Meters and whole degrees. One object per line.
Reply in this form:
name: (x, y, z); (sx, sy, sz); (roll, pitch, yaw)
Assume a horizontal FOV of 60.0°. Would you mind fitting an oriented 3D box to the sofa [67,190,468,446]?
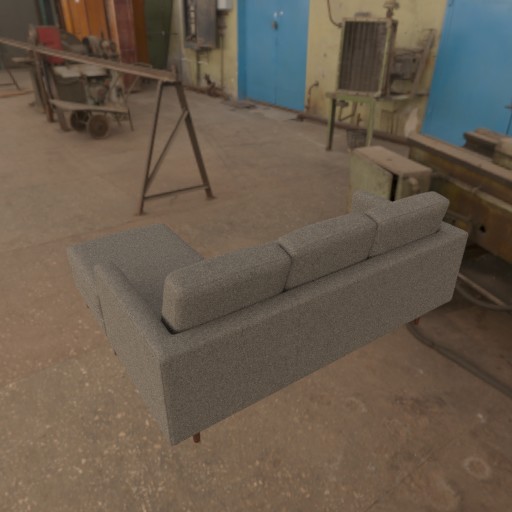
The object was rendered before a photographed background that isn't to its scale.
sofa: (0.000, 0.000, 2.938); (2.055, 0.957, 1.667); (-18, 34, -29)
